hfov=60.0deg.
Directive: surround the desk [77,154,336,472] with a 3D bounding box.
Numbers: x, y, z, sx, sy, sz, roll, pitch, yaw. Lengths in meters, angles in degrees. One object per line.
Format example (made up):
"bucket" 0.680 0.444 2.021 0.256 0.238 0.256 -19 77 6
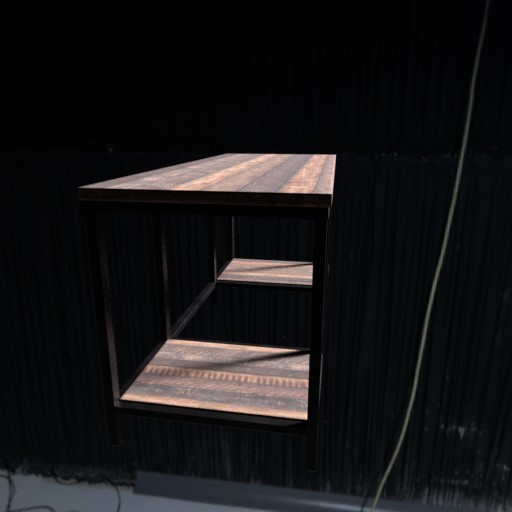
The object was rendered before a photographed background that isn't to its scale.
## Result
"desk" 0.000 0.000 1.866 0.617 0.753 1.538 3 16 10
